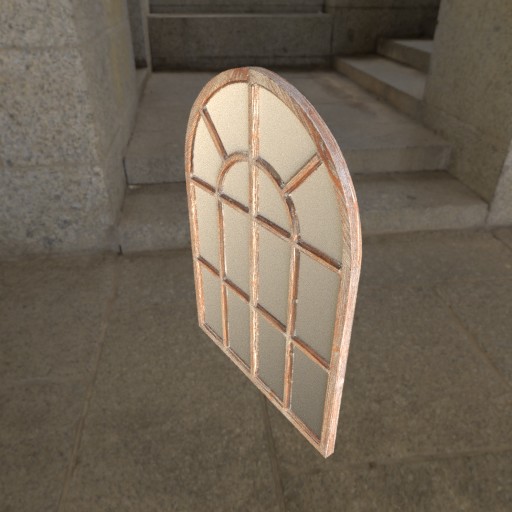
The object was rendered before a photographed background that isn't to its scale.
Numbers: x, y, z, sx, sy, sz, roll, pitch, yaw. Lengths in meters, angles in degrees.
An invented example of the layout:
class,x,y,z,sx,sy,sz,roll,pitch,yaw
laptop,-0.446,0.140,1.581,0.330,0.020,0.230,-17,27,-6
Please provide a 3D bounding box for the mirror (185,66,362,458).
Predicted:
class,x,y,z,sx,sy,sz,roll,pitch,yaw
mirror,0.000,0.000,1.163,0.032,0.920,0.660,-21,38,-30
